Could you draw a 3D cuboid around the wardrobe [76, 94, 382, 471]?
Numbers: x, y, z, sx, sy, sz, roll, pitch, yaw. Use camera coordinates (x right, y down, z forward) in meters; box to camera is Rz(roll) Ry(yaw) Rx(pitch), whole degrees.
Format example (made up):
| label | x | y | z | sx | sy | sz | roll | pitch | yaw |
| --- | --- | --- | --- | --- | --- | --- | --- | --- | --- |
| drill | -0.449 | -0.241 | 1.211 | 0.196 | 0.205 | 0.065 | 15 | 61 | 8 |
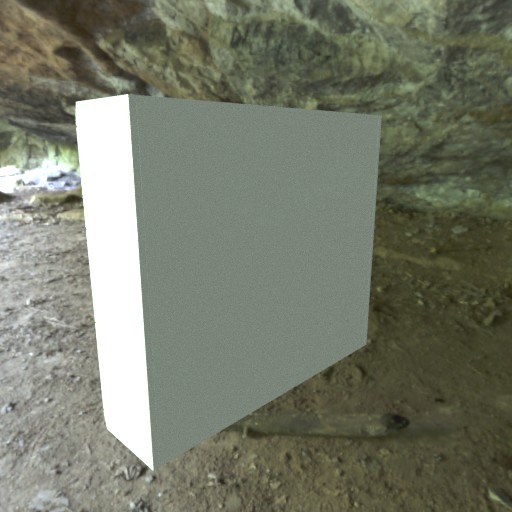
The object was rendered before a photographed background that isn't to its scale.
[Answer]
| label | x | y | z | sx | sy | sz | roll | pitch | yaw |
| --- | --- | --- | --- | --- | --- | --- | --- | --- | --- |
| wardrobe | 0.000 | 0.000 | 1.917 | 0.360 | 1.200 | 1.340 | 14 | 20 | 43 |
